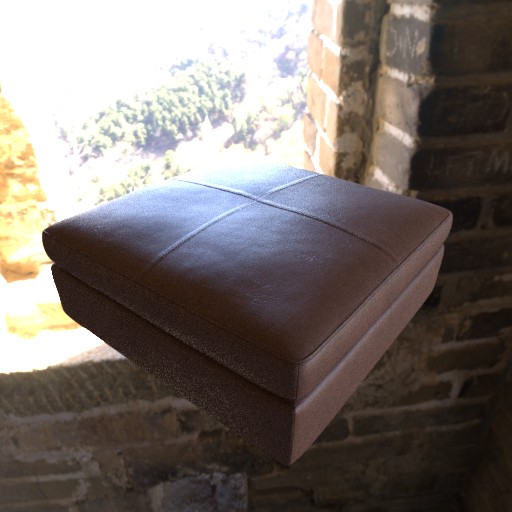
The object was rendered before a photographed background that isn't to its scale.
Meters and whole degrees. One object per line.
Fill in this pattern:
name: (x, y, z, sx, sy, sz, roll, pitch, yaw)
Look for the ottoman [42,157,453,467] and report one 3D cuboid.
ottoman: (0.000, 0.000, 1.770, 1.168, 0.490, 1.168, 22, 36, 33)
